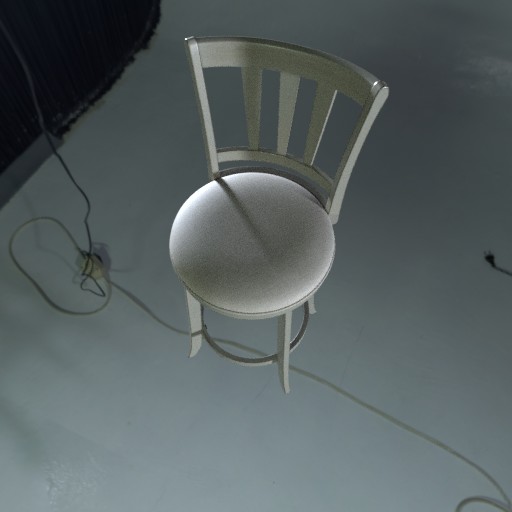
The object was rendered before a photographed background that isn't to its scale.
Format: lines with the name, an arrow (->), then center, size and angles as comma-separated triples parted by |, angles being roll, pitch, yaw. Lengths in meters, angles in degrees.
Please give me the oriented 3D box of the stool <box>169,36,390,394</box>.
stool -> 0.000, 0.000, 1.253 | 0.436, 1.042, 0.475 | 18, 61, 10
